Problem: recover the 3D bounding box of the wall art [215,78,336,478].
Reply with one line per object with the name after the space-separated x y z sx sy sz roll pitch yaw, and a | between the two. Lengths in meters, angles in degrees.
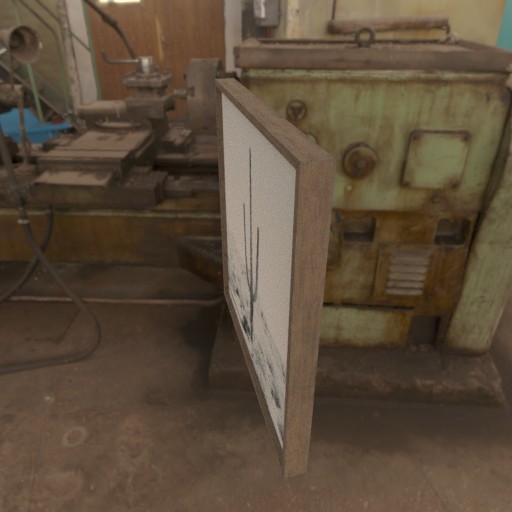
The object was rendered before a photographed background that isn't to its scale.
0.000 0.000 0.776 0.038 0.508 0.508 -7 31 -12 | wall art
